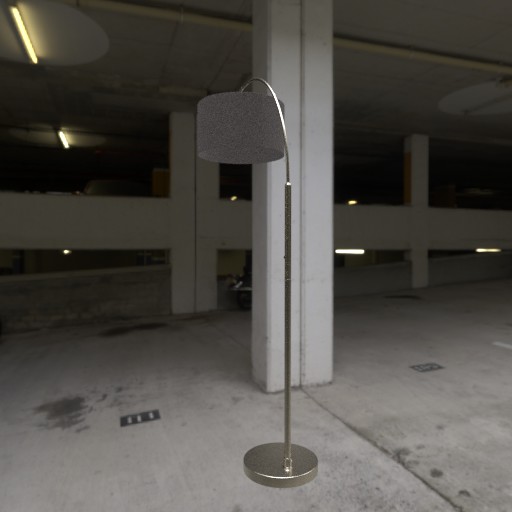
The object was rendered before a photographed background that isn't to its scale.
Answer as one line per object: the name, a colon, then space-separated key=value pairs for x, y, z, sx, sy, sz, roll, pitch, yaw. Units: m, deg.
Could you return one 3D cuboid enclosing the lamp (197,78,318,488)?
lamp: x=0.000 y=0.000 z=2.103 sx=0.452 sy=1.735 sz=0.934 roll=0 pitch=1 yaw=-19
